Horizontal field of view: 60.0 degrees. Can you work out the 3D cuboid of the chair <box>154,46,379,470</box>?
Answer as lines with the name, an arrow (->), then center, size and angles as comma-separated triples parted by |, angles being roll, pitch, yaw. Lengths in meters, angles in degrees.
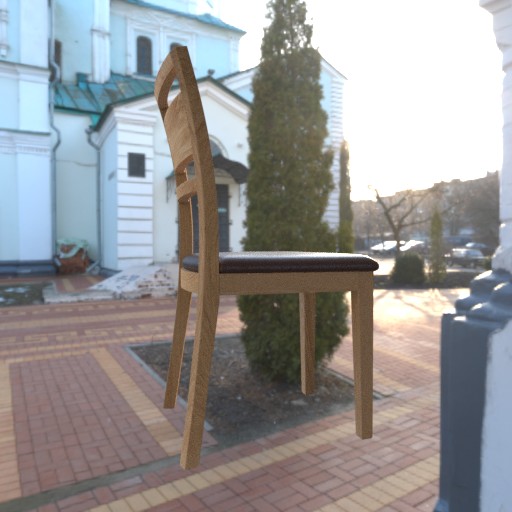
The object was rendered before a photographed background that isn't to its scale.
chair -> 0.000, 0.000, 1.241 | 0.545, 0.940, 0.420 | 0, 2, -18
